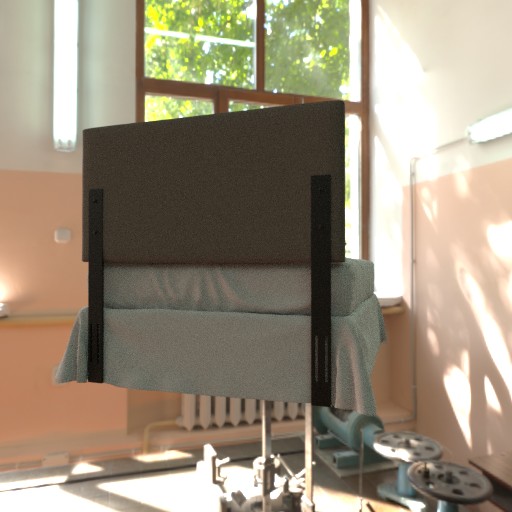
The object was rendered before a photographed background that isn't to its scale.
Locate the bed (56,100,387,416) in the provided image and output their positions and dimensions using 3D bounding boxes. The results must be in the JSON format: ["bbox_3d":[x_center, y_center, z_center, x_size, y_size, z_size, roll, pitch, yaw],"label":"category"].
[{"bbox_3d":[0.000,0.000,3.470,1.936,1.577,2.222,0,-1,18],"label":"bed"}]
